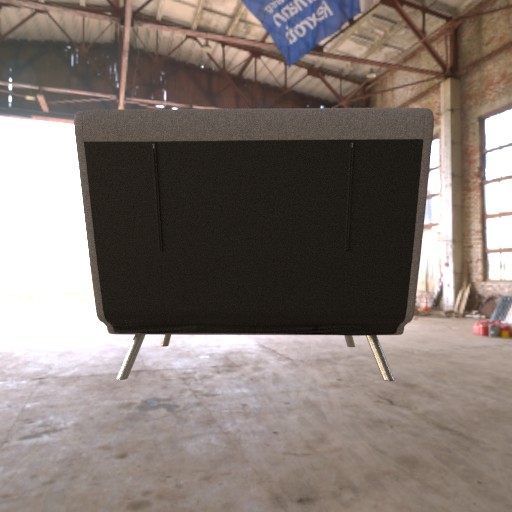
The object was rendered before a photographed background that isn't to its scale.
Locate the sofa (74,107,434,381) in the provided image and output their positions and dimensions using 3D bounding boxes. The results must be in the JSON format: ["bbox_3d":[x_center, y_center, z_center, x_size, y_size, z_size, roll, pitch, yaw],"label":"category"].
[{"bbox_3d":[0.000,0.000,1.689,1.020,0.825,1.000,0,-2,1],"label":"sofa"}]
